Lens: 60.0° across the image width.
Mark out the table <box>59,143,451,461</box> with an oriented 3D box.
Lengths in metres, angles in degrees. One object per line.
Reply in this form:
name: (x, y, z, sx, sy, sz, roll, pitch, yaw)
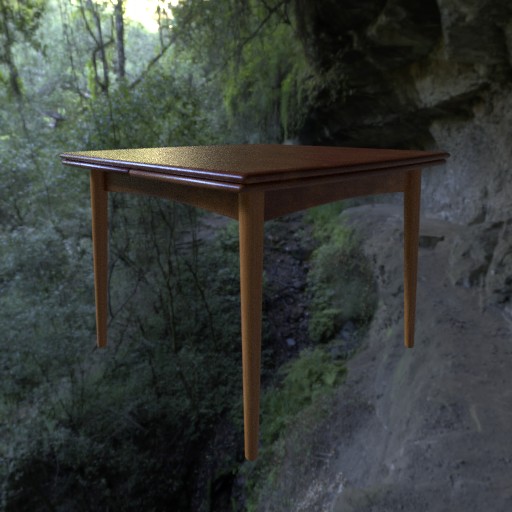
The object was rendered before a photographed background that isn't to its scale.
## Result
table: (0.000, 0.000, 1.651, 0.991, 0.754, 0.991, -16, 23, -42)
